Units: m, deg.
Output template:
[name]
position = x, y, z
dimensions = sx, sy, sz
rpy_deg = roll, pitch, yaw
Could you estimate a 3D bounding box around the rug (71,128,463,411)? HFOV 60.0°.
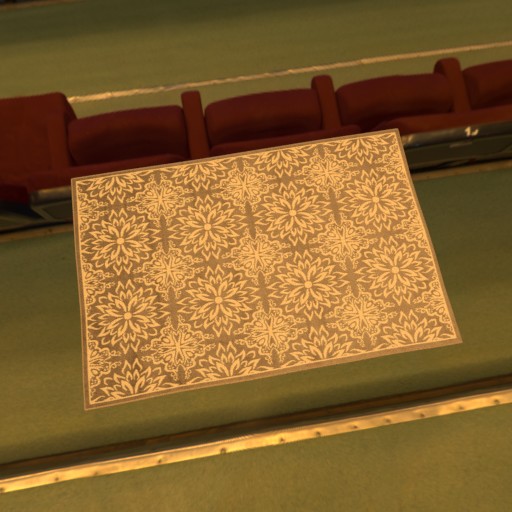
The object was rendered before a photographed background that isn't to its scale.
[rug]
position = 0.000, 0.000, 2.301
dimensions = 1.847, 0.012, 1.224
rpy_deg = -9, 73, -3
